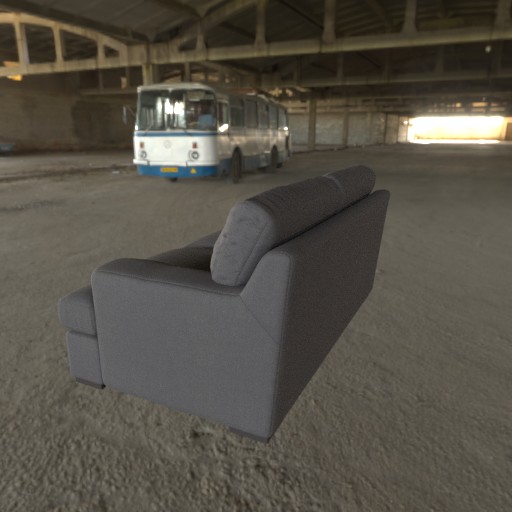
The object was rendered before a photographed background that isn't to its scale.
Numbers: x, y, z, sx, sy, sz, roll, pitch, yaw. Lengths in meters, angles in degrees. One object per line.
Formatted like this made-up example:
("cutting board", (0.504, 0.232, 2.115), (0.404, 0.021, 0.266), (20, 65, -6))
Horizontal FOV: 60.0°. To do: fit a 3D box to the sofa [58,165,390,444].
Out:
("sofa", (0.000, 0.000, 2.513), (1.143, 0.940, 1.880), (8, 17, 25))
